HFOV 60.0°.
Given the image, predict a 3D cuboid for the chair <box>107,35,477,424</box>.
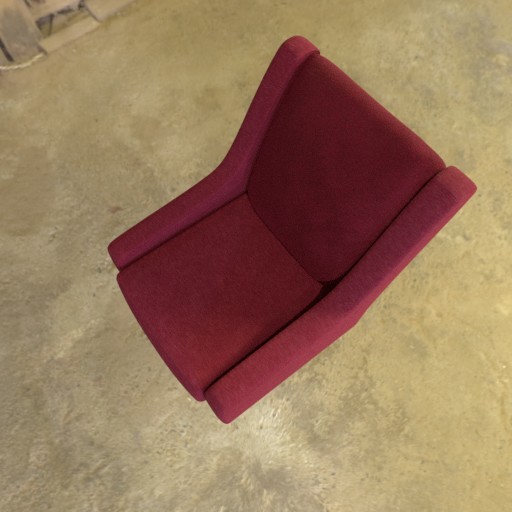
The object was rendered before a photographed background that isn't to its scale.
[{"bbox_3d":[0.000,0.000,1.673,0.985,1.017,0.793,-34,69,-15],"label":"chair"}]
